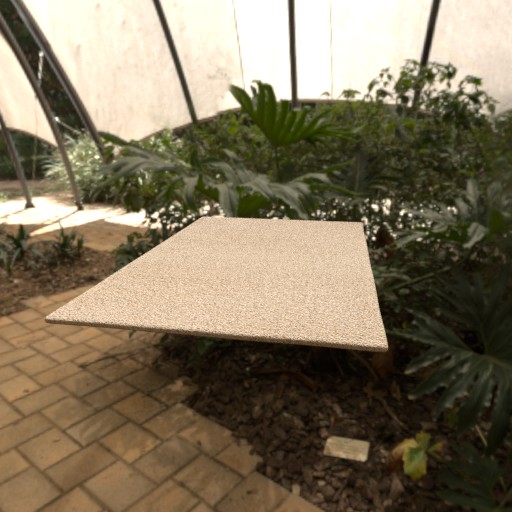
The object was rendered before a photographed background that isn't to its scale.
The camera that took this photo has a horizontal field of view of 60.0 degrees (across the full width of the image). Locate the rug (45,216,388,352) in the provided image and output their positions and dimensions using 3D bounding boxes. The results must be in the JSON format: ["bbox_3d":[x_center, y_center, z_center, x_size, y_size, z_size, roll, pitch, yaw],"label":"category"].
[{"bbox_3d":[0.000,0.000,3.037,1.524,0.030,2.438,3,16,10],"label":"rug"}]
